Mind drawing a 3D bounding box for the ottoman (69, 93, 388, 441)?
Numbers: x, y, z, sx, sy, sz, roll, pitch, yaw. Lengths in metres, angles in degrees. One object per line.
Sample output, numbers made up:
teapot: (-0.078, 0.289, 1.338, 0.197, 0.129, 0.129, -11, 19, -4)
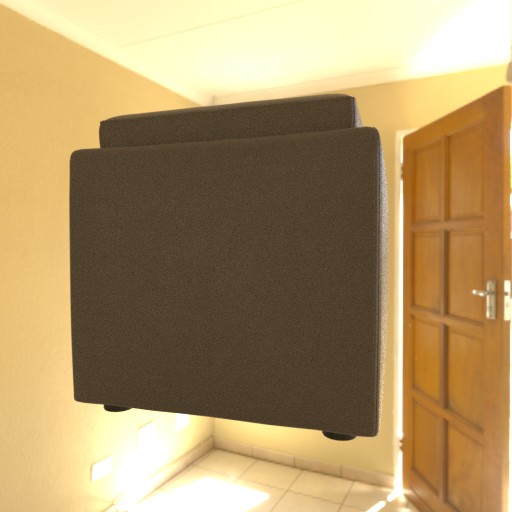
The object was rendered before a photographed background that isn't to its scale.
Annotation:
ottoman: (0.000, 0.000, 0.790, 0.450, 0.460, 0.451, 0, 1, 17)
